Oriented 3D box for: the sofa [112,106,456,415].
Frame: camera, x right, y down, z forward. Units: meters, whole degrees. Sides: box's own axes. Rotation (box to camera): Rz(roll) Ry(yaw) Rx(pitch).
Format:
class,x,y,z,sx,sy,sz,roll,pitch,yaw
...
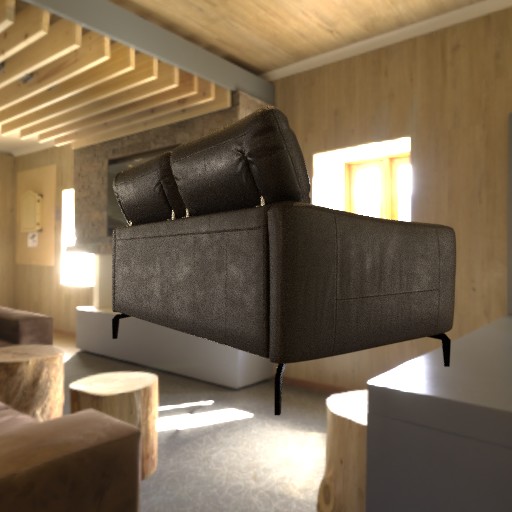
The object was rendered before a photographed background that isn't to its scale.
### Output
class,x,y,z,sx,sy,sz,roll,pitch,yaw
sofa,0.000,0.000,2.137,0.958,0.920,1.596,0,0,-36
